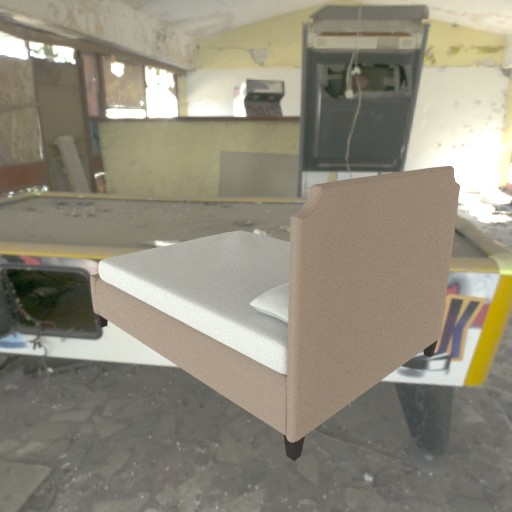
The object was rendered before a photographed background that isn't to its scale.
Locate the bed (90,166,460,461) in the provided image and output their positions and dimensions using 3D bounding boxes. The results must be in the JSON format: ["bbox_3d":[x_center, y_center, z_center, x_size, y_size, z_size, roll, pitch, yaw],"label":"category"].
[{"bbox_3d":[0.000,0.000,3.451,1.713,1.443,2.372,-15,22,-42],"label":"bed"}]
